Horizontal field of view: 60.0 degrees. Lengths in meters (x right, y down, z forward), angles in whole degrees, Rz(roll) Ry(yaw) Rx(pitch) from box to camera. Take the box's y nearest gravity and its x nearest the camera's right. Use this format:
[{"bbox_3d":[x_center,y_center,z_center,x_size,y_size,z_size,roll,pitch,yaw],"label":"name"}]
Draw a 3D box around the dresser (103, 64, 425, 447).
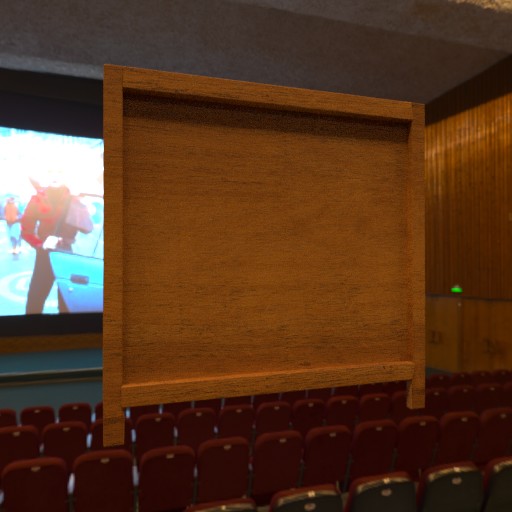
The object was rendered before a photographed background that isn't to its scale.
[{"bbox_3d":[0.000,0.000,1.248,0.804,0.804,0.427,0,0,-18],"label":"dresser"}]
